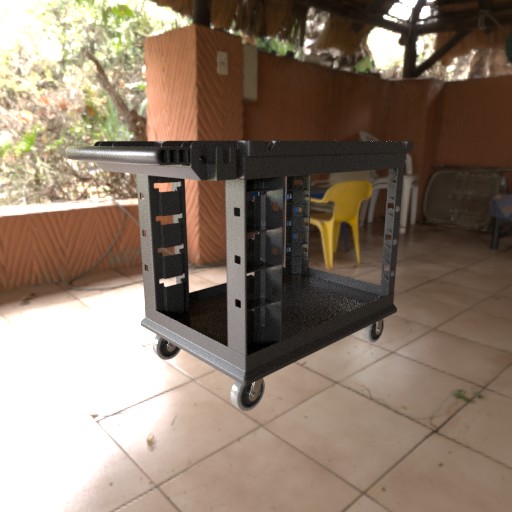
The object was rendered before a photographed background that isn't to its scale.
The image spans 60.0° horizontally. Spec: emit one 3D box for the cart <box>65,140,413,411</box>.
[{"bbox_3d":[0.000,0.000,1.763,1.239,0.884,0.674,-13,19,-42],"label":"cart"}]
